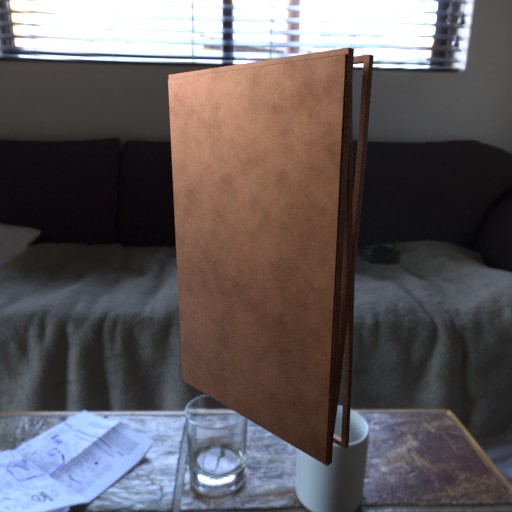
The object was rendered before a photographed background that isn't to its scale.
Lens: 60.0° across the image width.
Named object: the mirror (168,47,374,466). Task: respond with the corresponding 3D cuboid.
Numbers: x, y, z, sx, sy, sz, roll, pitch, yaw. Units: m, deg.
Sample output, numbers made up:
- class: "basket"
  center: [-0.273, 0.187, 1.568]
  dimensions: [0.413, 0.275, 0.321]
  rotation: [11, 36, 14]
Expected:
- class: "mirror"
  center: [0.000, 0.000, 0.965]
  dimensions: [0.468, 0.768, 0.082]
  rotation: [14, 20, 41]
